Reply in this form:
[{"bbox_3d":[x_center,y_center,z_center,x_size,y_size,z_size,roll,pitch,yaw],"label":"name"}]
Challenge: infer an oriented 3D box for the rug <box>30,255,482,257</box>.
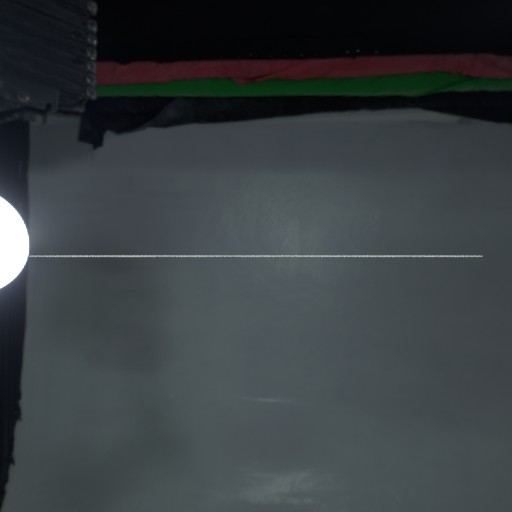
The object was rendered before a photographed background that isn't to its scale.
[{"bbox_3d":[0.000,0.000,4.148,3.061,0.010,2.330,0,0,0],"label":"rug"}]
